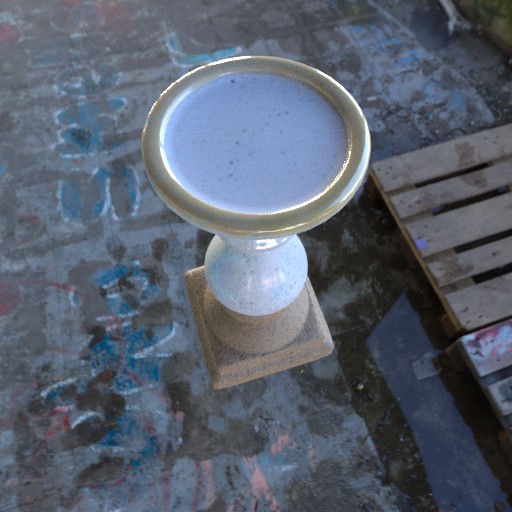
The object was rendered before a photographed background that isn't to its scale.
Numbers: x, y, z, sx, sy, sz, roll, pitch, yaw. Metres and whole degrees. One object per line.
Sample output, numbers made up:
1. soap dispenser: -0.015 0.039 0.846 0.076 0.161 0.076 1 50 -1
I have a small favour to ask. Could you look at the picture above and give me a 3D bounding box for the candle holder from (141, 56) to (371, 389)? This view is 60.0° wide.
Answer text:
1. candle holder: 0.000 0.000 0.301 0.110 0.239 0.110 -15 64 -8
